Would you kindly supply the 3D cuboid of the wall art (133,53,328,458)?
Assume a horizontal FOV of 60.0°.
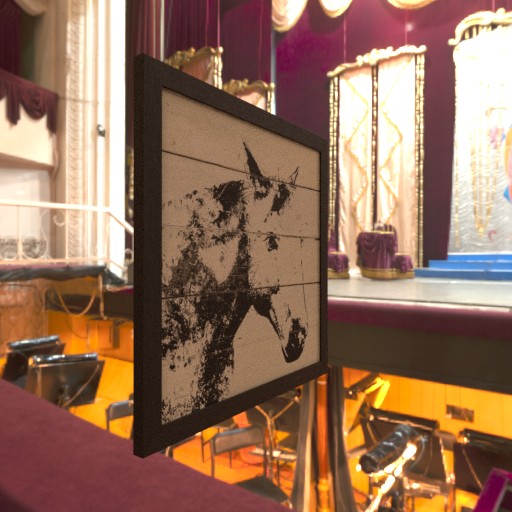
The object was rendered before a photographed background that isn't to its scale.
[{"bbox_3d":[0.000,0.000,1.531,0.038,1.016,1.016,0,0,36],"label":"wall art"}]
